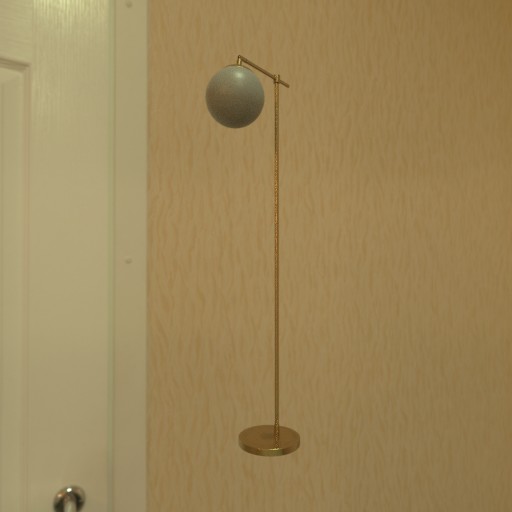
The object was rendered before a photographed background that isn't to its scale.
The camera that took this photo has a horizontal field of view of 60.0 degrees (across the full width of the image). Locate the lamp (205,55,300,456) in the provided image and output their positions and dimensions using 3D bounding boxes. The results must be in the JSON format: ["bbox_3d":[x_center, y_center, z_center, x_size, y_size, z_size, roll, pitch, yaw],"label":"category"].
[{"bbox_3d":[0.000,0.000,1.721,0.249,1.505,0.476,0,-1,36],"label":"lamp"}]
